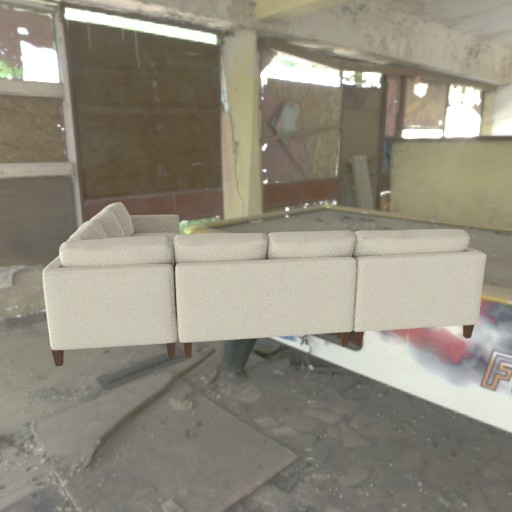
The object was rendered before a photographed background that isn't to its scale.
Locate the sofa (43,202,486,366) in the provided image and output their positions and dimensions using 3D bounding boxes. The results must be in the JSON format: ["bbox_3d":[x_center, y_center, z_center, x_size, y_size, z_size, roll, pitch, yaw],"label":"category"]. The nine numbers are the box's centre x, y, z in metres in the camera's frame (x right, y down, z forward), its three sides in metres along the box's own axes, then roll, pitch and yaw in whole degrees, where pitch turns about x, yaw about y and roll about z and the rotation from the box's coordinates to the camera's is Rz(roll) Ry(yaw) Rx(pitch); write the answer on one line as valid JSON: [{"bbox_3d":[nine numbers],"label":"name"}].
[{"bbox_3d":[0.000,0.000,4.614,3.459,0.956,2.593,-2,14,-8],"label":"sofa"}]
